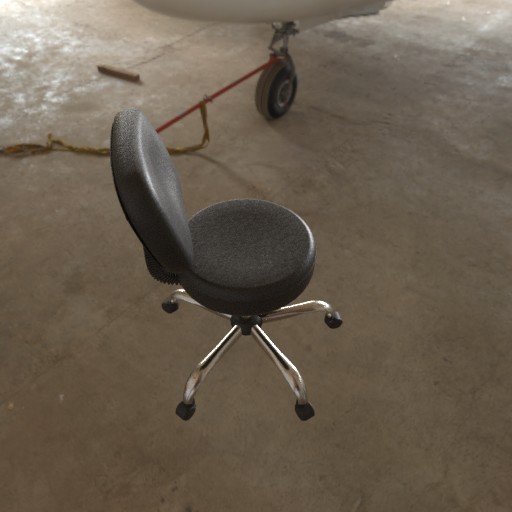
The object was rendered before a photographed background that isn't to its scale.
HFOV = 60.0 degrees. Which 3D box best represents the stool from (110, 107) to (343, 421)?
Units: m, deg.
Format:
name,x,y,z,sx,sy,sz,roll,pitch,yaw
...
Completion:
name,x,y,z,sx,sy,sz,roll,pitch,yaw
stool,0.000,0.000,1.292,0.648,0.862,0.673,-10,46,-10
